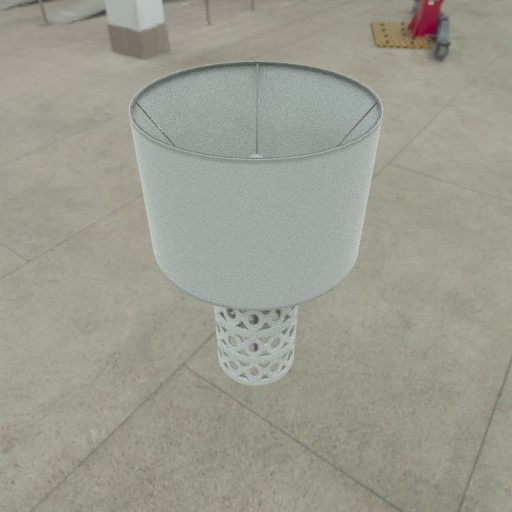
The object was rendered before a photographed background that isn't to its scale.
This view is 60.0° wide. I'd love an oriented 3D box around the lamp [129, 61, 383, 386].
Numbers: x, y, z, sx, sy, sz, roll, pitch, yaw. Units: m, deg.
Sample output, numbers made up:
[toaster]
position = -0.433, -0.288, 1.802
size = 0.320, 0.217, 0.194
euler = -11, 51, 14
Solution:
[lamp]
position = 0.000, 0.000, 0.706
size = 0.310, 0.502, 0.310
euler = 0, 40, 0
